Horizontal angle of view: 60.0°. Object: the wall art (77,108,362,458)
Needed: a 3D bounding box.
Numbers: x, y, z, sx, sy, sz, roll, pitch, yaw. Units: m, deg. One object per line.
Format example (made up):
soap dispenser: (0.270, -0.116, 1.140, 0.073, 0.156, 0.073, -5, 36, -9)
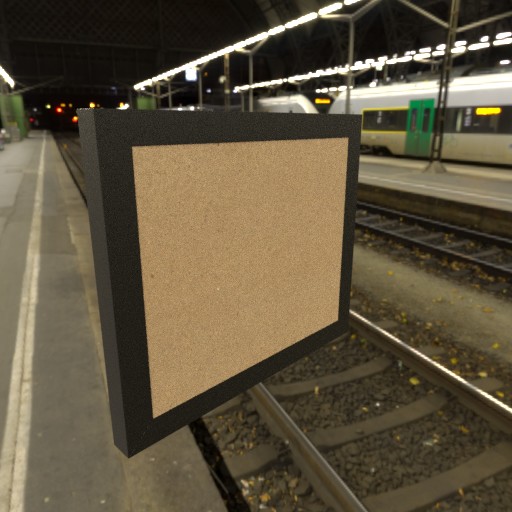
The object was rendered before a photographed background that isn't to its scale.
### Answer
wall art: (0.000, 0.000, 0.521, 0.028, 0.321, 0.381, 16, 23, 42)
